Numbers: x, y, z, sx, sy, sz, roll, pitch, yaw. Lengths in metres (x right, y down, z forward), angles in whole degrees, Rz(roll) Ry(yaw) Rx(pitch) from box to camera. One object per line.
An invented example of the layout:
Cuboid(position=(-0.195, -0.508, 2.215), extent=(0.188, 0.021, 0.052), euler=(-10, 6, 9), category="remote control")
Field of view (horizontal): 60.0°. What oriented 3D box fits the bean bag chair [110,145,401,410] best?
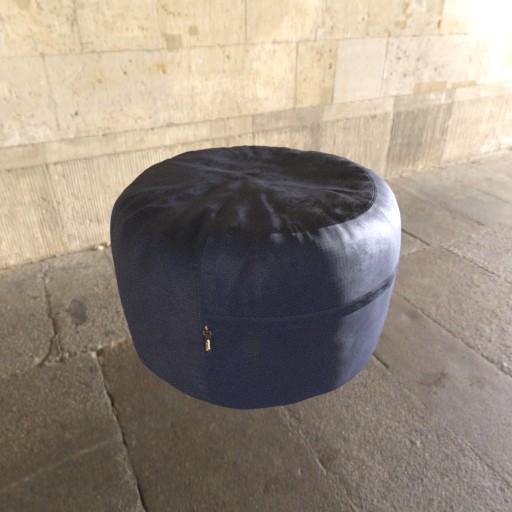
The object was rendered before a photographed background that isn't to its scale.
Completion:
Cuboid(position=(0.000, 0.000, 1.996), extent=(1.219, 0.762, 1.219), euler=(0, 30, 0), category="bean bag chair")
